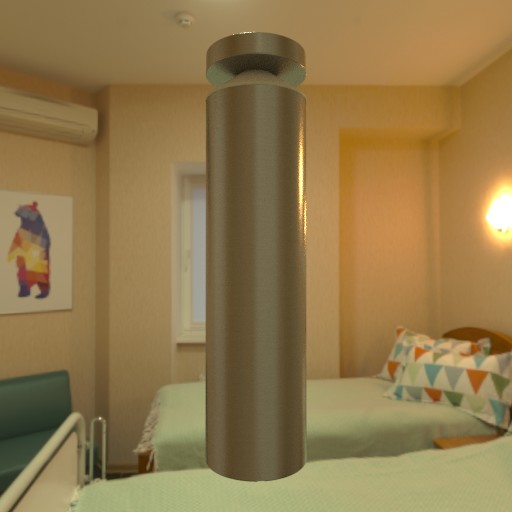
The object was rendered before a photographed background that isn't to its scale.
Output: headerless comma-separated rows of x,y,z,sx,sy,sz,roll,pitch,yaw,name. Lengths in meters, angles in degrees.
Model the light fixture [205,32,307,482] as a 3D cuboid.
0.000,0.000,0.444,0.102,0.400,0.102,1,-1,-38,light fixture
